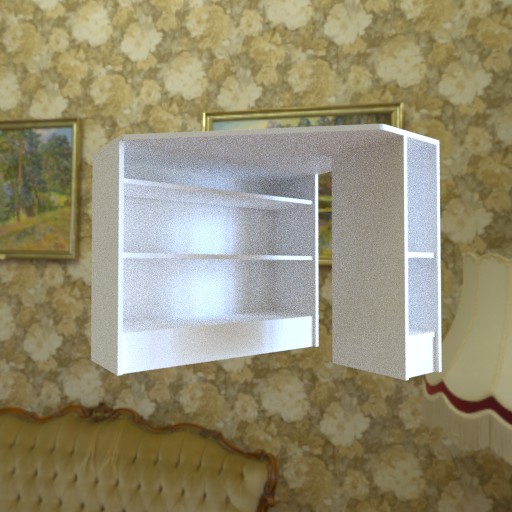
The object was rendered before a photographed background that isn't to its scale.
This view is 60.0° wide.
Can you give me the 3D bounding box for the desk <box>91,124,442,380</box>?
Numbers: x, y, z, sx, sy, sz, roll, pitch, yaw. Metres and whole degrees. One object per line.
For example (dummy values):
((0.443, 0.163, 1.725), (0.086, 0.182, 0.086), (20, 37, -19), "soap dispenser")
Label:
((0.000, 0.000, 1.665), (0.940, 0.818, 0.926), (1, -2, -36), "desk")
